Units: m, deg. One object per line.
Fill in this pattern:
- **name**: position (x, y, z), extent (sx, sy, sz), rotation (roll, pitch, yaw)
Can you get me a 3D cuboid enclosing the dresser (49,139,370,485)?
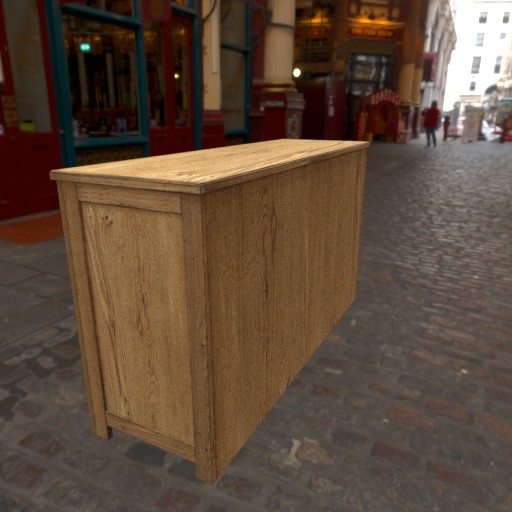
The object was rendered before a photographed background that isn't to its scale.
- **dresser**: position (0.000, 0.000, 2.024), extent (0.563, 0.932, 1.657), rotation (9, 20, 26)
